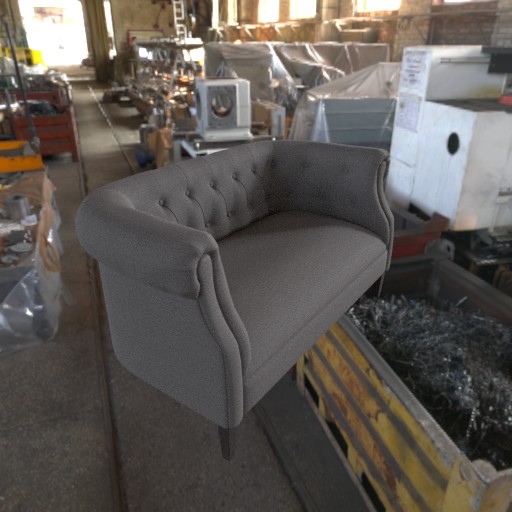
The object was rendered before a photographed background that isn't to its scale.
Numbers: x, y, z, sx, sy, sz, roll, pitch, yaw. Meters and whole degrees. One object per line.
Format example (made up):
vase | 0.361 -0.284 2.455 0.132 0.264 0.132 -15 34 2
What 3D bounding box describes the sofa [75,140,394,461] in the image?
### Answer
sofa | 0.000 0.000 2.053 0.835 0.827 1.558 17 31 32
